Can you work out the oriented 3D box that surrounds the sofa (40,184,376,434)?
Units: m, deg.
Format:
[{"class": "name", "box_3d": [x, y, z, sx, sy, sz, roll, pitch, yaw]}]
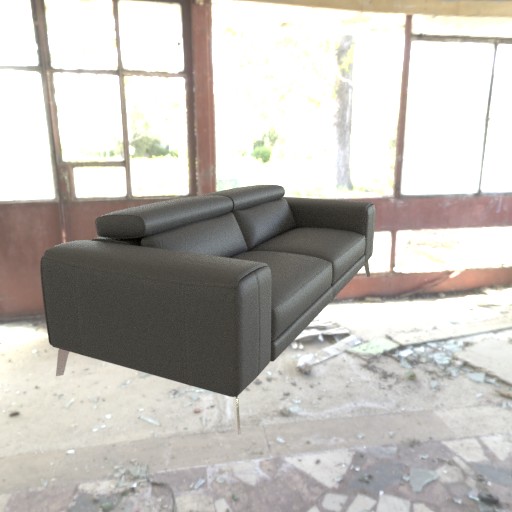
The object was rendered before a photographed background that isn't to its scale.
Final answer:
[{"class": "sofa", "box_3d": [0.000, 0.000, 2.774, 1.023, 0.759, 2.321, 7, 16, 25]}]
